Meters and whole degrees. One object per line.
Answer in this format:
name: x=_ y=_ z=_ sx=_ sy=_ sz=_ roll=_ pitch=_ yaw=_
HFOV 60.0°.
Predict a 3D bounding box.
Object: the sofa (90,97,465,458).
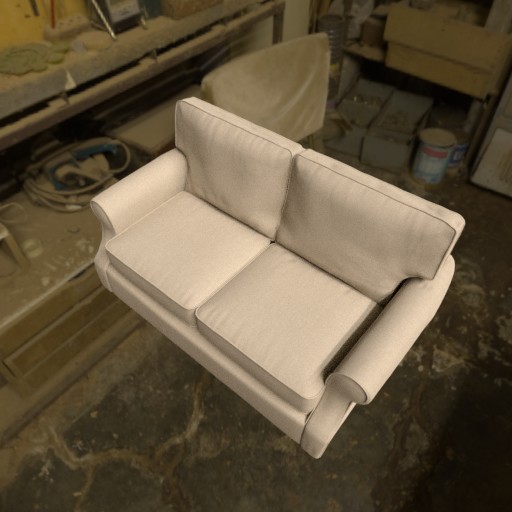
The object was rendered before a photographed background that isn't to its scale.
sofa: x=0.000 y=0.000 z=2.177 sx=1.665 sy=0.937 sz=0.964 roll=32 pitch=55 yaw=26
